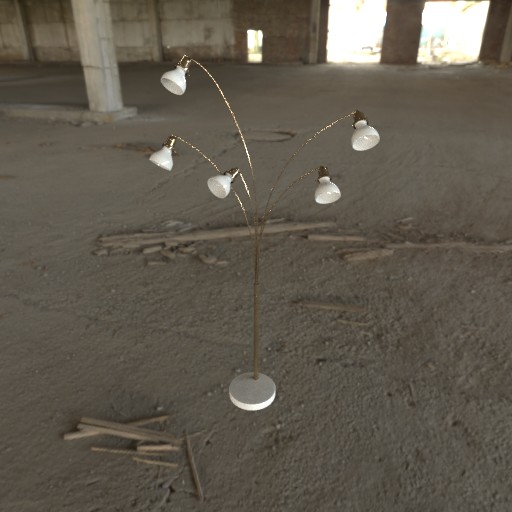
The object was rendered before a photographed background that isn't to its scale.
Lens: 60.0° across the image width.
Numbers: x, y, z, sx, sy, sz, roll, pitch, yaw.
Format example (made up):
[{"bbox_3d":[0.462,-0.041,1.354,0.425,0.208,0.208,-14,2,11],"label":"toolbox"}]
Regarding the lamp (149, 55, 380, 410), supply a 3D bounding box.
[{"bbox_3d":[0.000,0.000,2.952,1.405,2.423,0.361,8,27,16],"label":"lamp"}]
